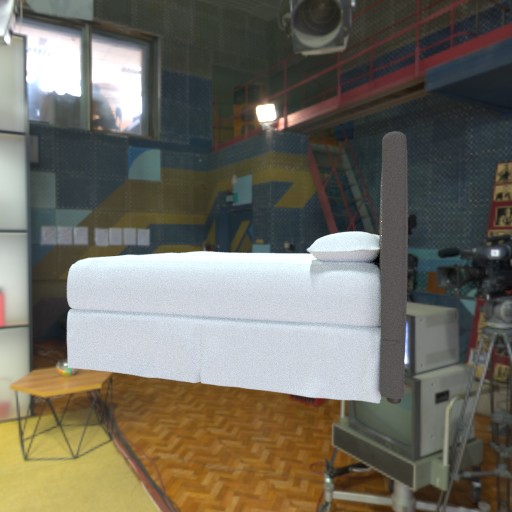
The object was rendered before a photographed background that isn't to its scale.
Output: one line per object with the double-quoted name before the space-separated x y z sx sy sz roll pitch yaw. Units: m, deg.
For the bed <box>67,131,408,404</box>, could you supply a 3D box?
"bed" 0.000 0.000 3.147 2.036 1.387 1.666 1 2 19
